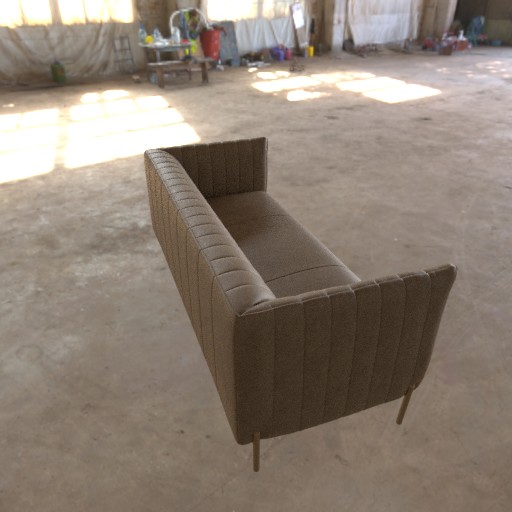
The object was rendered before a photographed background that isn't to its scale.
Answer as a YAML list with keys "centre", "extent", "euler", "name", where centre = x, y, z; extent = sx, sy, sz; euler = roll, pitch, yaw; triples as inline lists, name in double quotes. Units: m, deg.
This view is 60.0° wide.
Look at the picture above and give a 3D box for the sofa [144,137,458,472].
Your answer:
- centre: [0.000, 0.000, 2.428]
  extent: [0.876, 0.779, 1.980]
  euler: [-11, 32, -18]
  name: "sofa"
